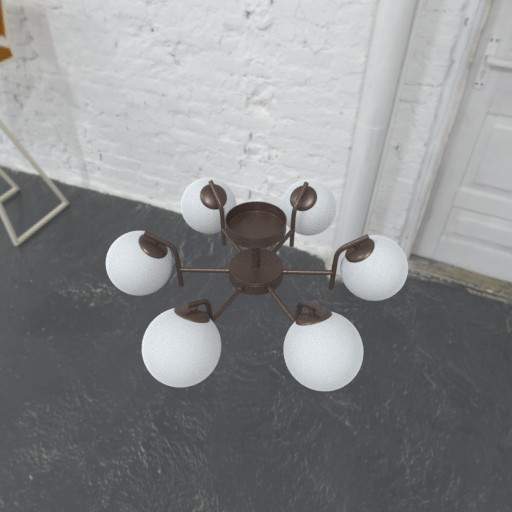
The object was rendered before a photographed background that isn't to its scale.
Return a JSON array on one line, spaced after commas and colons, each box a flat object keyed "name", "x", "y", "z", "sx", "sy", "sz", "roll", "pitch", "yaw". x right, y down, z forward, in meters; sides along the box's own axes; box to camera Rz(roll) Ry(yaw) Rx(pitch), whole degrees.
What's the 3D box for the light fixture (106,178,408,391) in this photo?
[{"name": "light fixture", "x": 0.000, "y": 0.000, "z": 0.965, "sx": 0.662, "sy": 0.201, "sz": 0.662, "roll": 0, "pitch": 42, "yaw": 0}]
